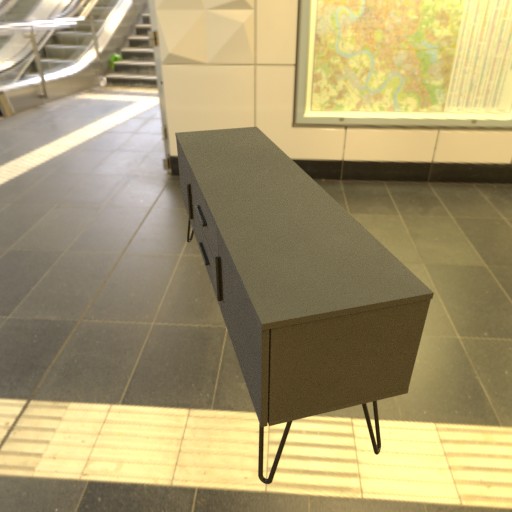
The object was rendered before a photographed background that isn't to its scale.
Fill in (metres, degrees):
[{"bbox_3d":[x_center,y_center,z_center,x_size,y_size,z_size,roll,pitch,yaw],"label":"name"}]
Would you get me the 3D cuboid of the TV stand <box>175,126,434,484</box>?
[{"bbox_3d":[0.000,0.000,1.627,0.400,0.560,1.400,-8,32,-13],"label":"TV stand"}]
